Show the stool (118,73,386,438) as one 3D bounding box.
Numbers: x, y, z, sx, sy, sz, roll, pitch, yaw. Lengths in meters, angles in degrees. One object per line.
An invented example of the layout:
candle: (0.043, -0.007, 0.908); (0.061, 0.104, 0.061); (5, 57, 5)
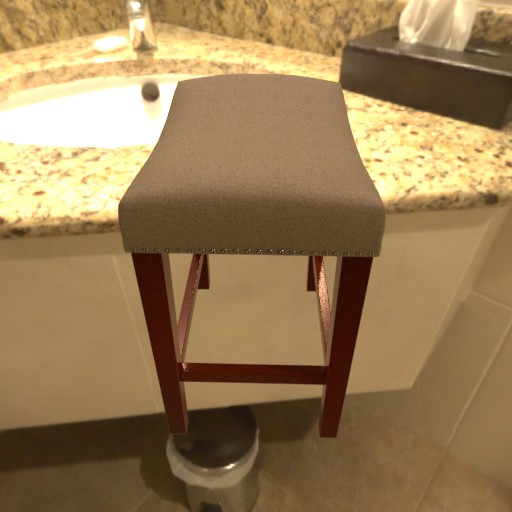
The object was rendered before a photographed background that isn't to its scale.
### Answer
stool: (0.000, 0.000, 0.961); (0.375, 0.632, 0.509); (1, 40, 1)
